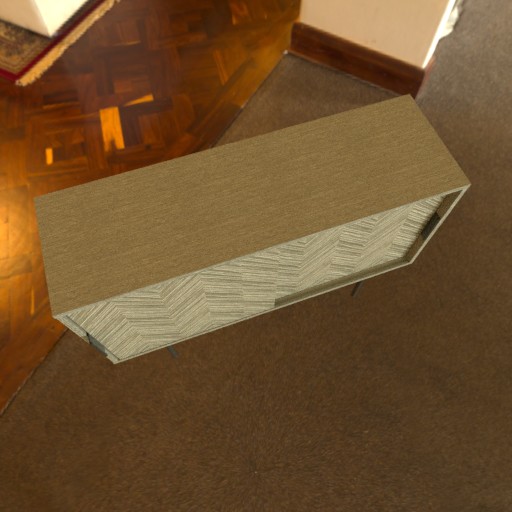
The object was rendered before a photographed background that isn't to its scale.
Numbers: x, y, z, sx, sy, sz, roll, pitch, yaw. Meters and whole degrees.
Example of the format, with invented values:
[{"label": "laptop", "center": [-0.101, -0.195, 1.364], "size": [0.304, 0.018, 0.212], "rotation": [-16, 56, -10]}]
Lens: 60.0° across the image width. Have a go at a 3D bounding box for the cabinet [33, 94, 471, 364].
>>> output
[{"label": "cabinet", "center": [0.000, 0.000, 1.611], "size": [1.194, 0.787, 0.405], "rotation": [-18, 65, -8]}]
